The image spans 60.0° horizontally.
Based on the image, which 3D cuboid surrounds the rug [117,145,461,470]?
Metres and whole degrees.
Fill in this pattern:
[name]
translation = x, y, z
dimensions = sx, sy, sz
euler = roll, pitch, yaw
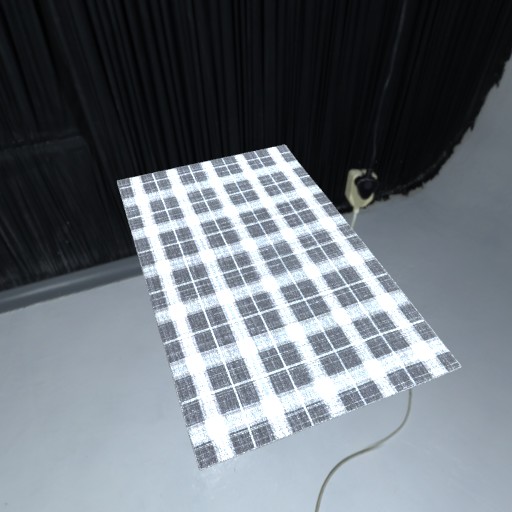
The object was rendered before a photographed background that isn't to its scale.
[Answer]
[rug]
translation = 0.000, 0.000, 3.057
dimensions = 1.520, 0.015, 2.434
euler = -16, 48, -15
